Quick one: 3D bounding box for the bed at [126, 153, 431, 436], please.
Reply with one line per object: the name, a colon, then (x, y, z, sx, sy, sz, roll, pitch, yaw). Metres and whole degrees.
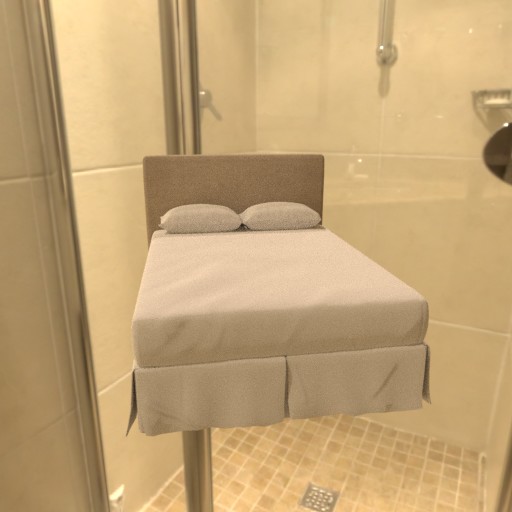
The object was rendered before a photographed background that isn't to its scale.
bed: (0.000, 0.000, 3.230, 1.713, 1.330, 2.162, -3, 17, -9)
